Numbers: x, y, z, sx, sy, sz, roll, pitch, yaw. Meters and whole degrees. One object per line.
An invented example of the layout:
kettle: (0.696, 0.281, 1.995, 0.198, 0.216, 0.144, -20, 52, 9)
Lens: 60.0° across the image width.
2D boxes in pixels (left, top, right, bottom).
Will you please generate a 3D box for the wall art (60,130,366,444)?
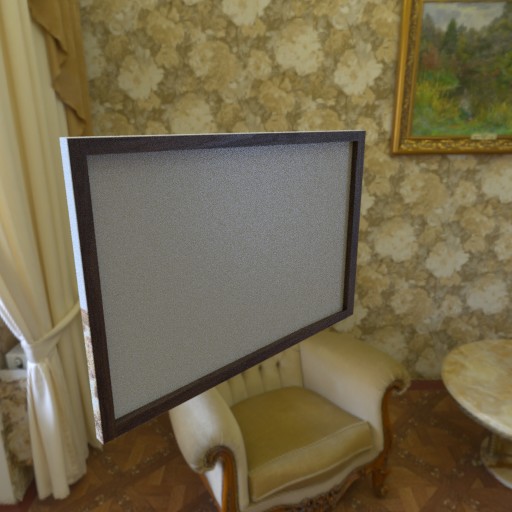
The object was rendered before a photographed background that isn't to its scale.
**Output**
wall art: (0.000, 0.000, 1.897, 1.520, 1.016, 0.051, -16, 23, -42)
